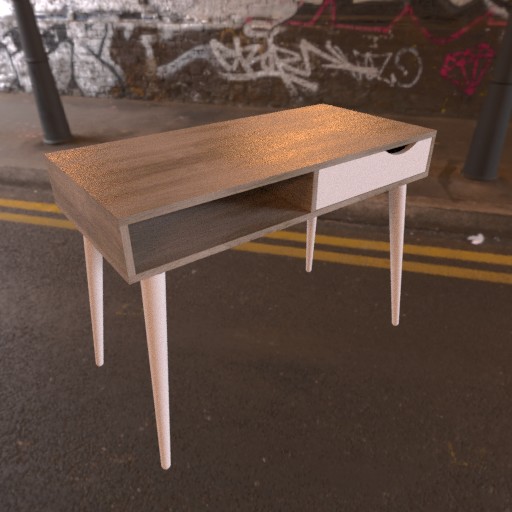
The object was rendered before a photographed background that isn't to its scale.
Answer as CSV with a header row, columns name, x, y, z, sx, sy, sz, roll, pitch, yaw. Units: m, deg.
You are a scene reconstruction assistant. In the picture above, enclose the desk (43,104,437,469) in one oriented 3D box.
name,x,y,z,sx,sy,sz,roll,pitch,yaw
desk,0.000,0.000,1.387,0.979,0.723,0.491,-21,37,-32
